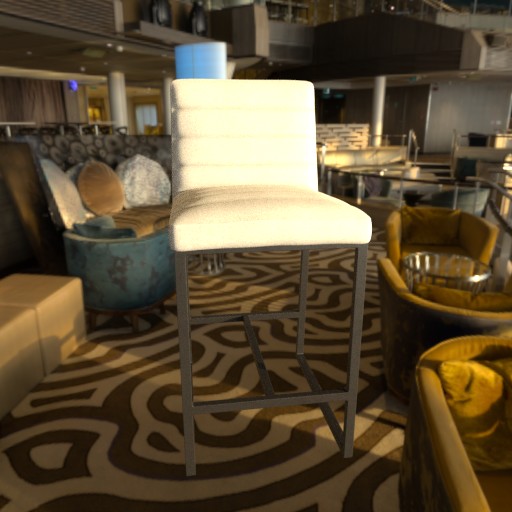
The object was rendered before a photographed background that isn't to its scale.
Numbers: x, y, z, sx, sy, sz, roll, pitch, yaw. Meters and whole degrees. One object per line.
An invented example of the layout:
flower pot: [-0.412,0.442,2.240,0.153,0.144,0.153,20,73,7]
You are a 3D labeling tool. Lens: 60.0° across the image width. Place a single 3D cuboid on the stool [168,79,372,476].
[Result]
stool: [0.000,0.000,1.245,0.459,0.971,0.567,-3,17,-8]
